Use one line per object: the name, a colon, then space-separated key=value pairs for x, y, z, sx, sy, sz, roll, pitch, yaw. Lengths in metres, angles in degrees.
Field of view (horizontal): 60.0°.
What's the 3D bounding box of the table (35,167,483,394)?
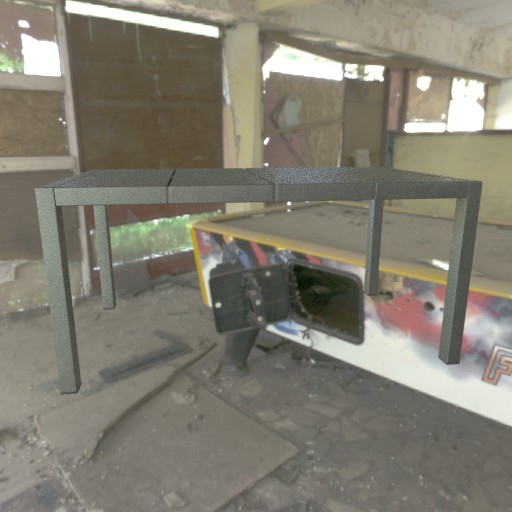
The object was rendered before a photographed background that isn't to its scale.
table: x=0.000 y=0.000 z=1.266 sx=0.965 sy=0.460 sz=0.559 roll=-2 pitch=15 yaw=-8
